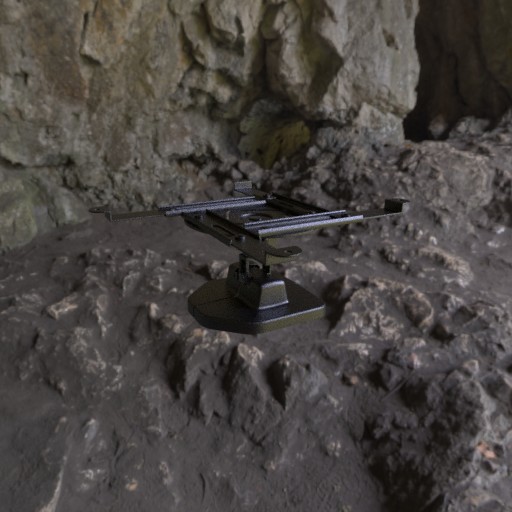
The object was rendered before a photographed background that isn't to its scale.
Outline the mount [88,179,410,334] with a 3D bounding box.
[{"bbox_3d":[0.000,0.000,0.599,0.394,0.141,0.394,-10,21,-27],"label":"mount"}]
